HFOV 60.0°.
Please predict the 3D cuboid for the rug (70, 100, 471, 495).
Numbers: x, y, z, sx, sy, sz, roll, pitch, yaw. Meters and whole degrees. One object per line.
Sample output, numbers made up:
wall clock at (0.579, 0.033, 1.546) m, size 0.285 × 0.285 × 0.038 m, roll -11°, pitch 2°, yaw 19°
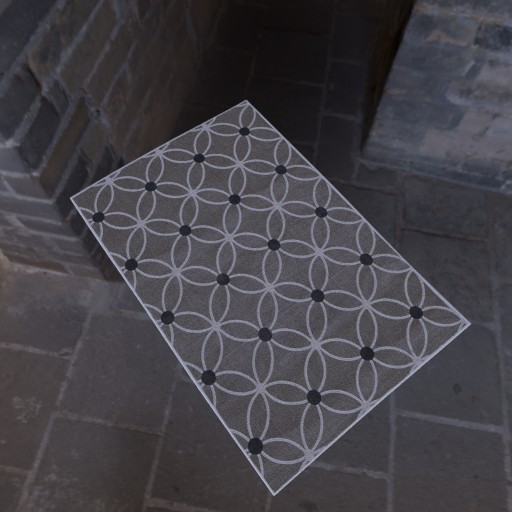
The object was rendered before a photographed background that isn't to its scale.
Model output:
rug at (0.000, 0.000, 2.864) m, size 1.522 × 0.008 × 2.284 m, roll -34°, pitch 69°, yaw -15°
